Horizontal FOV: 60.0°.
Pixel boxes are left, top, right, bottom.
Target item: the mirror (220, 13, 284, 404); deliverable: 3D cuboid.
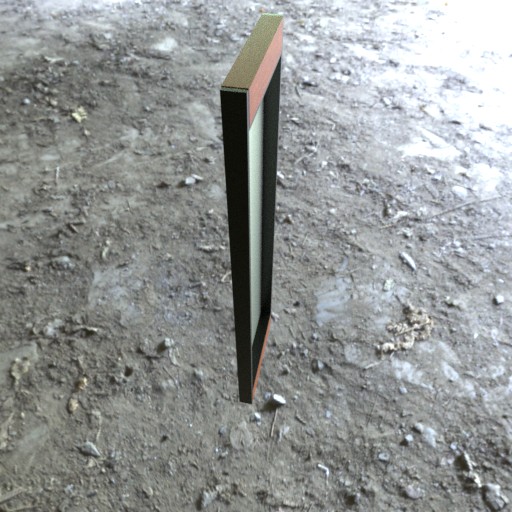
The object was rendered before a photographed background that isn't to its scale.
[{"bbox_3d":[0.000,0.000,1.219,0.047,1.123,0.343,9,48,8],"label":"mirror"}]
